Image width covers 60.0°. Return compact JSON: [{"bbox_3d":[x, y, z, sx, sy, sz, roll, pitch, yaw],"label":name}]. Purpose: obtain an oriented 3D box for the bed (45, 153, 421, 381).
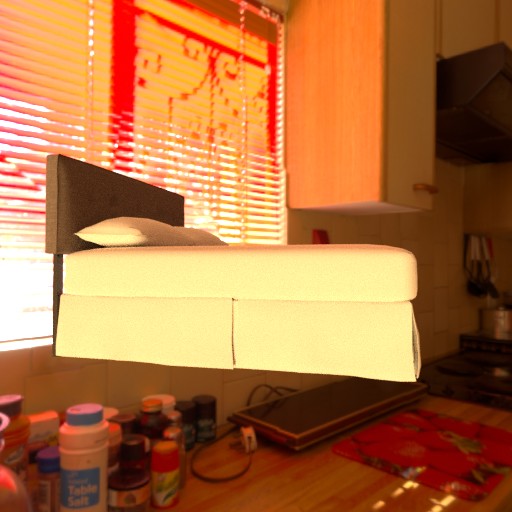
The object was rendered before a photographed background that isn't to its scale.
[{"bbox_3d":[0.000,0.000,2.851,1.894,1.089,1.610,0,-1,16],"label":"bed"}]
